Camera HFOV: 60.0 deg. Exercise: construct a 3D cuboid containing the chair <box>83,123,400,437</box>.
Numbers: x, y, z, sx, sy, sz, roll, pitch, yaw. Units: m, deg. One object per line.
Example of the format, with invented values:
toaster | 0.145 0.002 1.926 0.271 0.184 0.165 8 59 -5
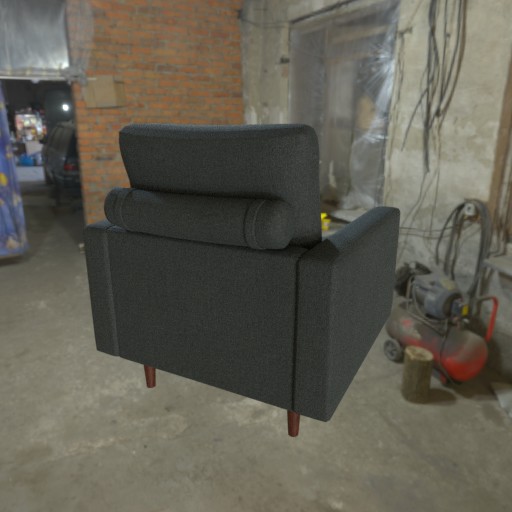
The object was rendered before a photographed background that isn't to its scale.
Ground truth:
chair | 0.000 0.000 1.537 0.821 0.880 0.843 9 19 26
